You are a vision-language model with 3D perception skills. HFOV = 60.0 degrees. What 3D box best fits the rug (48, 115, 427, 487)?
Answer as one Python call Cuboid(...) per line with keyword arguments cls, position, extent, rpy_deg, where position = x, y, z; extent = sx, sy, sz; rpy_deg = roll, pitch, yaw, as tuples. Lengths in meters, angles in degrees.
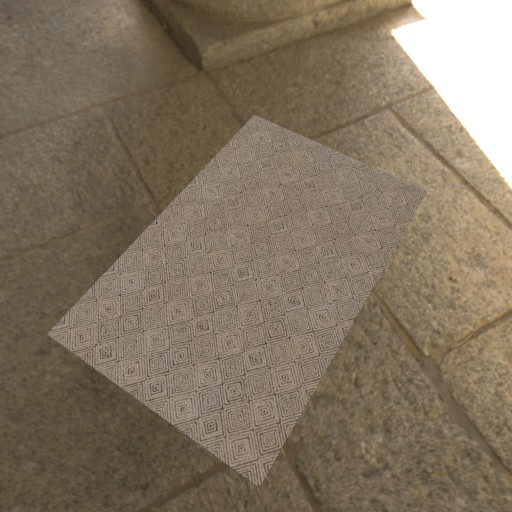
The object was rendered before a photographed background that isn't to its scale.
Cuboid(cls="rug", position=(0.000, 0.000, 2.299), extent=(1.175, 0.008, 1.783), rpy_deg=(29, 63, 17))
